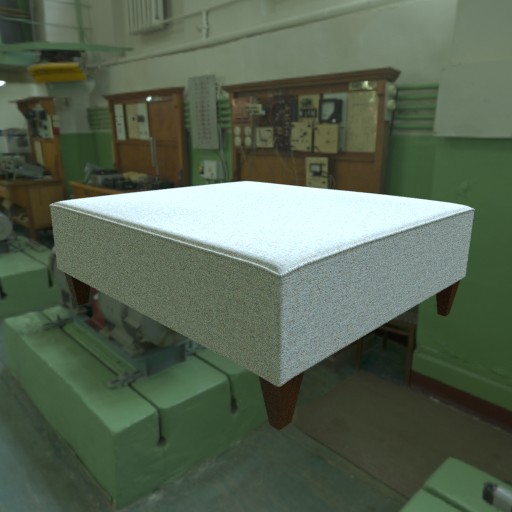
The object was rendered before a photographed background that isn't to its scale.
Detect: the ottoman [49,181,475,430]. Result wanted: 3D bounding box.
[{"bbox_3d":[0.000,0.000,1.185,0.736,0.303,0.835,-15,22,-43],"label":"ottoman"}]
